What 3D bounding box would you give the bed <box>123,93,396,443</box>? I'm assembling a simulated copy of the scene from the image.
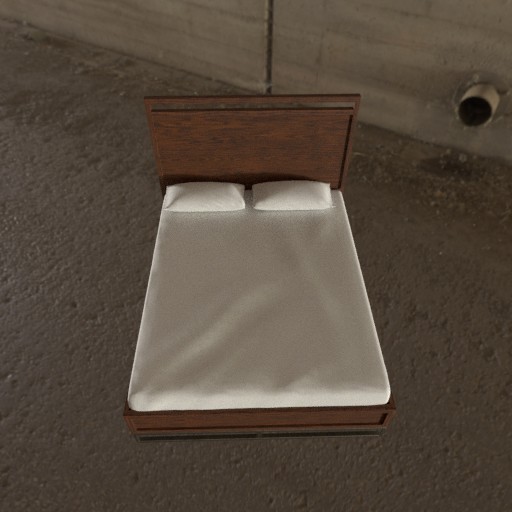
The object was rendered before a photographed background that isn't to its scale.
[{"bbox_3d":[0.000,0.000,3.394,1.765,1.487,2.218,-1,47,-1],"label":"bed"}]
